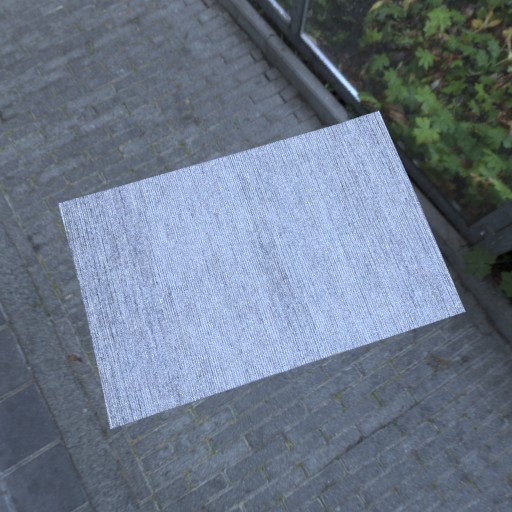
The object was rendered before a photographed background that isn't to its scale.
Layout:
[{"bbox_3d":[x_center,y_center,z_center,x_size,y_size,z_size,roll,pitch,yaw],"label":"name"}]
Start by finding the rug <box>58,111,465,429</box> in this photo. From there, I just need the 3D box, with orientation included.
[{"bbox_3d":[0.000,0.000,2.230,1.789,0.021,1.159,-17,76,-4],"label":"rug"}]
